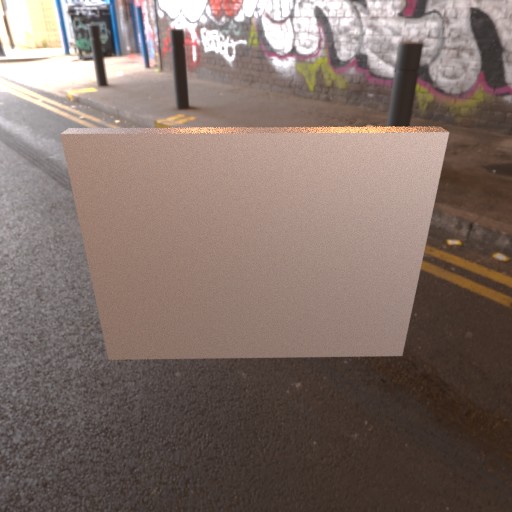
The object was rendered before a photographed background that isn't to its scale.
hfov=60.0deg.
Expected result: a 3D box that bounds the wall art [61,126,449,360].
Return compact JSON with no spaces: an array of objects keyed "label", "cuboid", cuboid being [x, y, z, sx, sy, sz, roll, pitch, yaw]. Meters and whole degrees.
[{"label":"wall art","cuboid":[0.000,0.000,1.428,1.056,0.801,0.066,-1,29,-1]}]
